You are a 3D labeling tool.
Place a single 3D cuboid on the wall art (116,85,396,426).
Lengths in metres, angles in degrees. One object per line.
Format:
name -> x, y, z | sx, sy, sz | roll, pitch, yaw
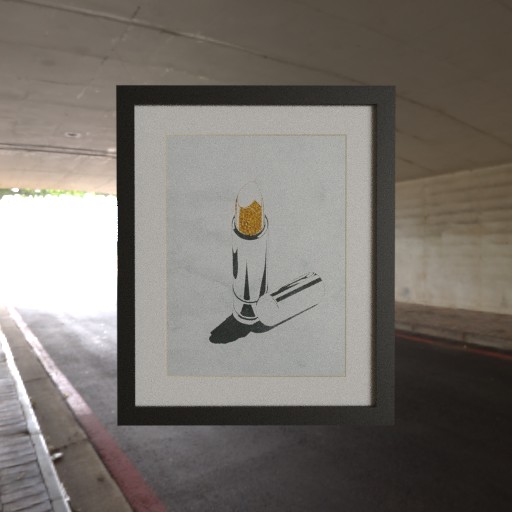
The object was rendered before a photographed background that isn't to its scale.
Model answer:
wall art -> 0.000, 0.000, 0.742 | 0.457, 0.559, 0.029 | 0, 1, 0
